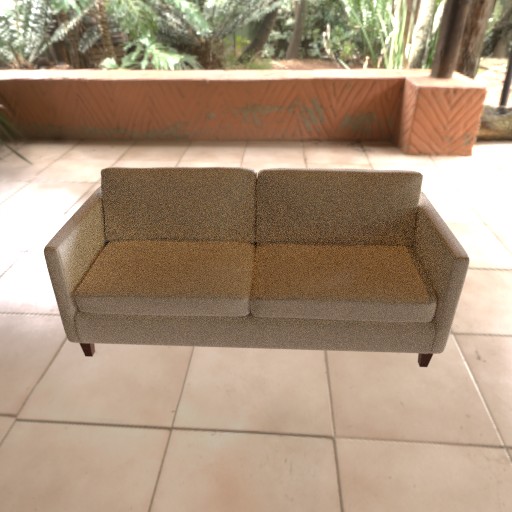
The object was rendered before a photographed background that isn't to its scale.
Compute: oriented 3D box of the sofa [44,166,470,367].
[{"bbox_3d":[0.000,0.000,2.675,2.139,0.933,0.924,1,31,2],"label":"sofa"}]
